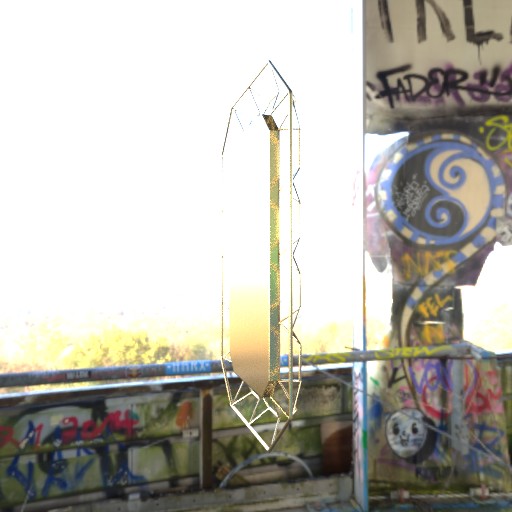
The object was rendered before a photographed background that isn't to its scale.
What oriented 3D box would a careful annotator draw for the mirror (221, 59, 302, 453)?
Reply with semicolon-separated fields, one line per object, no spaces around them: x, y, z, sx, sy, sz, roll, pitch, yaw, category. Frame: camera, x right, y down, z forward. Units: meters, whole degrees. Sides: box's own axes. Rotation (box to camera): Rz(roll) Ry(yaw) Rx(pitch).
0.000;0.000;1.137;0.051;0.870;0.572;0;-1;-18;mirror
